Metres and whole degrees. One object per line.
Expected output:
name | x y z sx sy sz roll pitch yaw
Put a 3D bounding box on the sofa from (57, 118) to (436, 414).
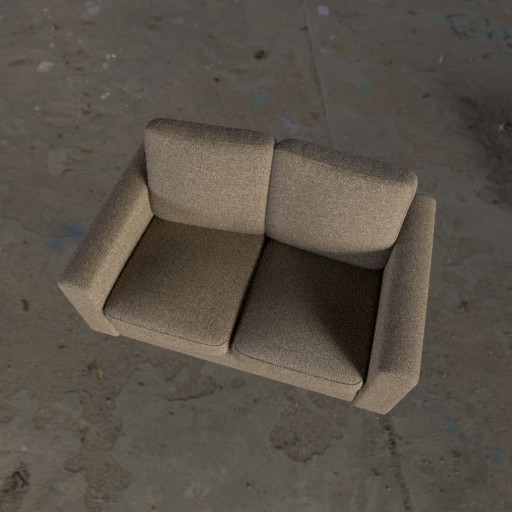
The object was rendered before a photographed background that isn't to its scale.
sofa | 0.000 0.000 2.203 1.616 0.873 1.016 14 59 9
